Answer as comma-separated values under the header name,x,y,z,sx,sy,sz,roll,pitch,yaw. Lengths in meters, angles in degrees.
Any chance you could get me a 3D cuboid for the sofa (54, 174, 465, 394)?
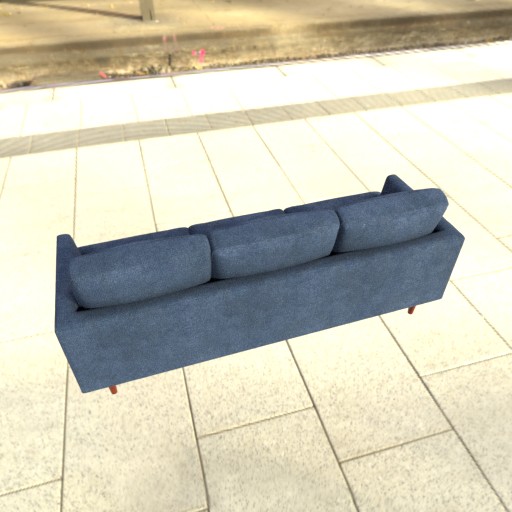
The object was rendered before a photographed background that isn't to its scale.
name,x,y,z,sx,sy,sz,roll,pitch,yaw
sofa,0.000,0.000,2.709,2.246,0.930,0.903,-12,42,-14
